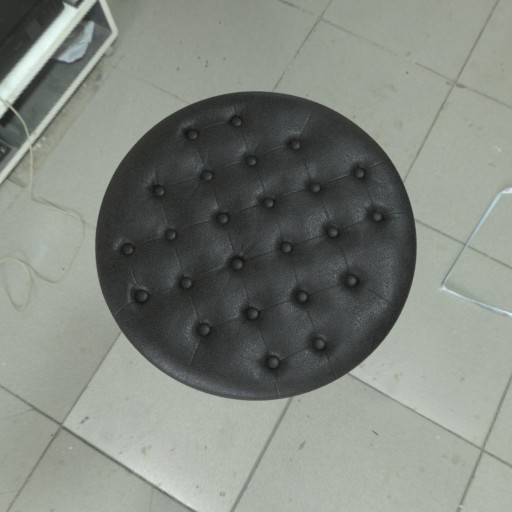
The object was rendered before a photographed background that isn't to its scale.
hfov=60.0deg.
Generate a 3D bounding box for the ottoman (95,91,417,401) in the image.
[{"bbox_3d":[0.000,0.000,1.056,0.637,0.442,0.637,0,75,0],"label":"ottoman"}]
